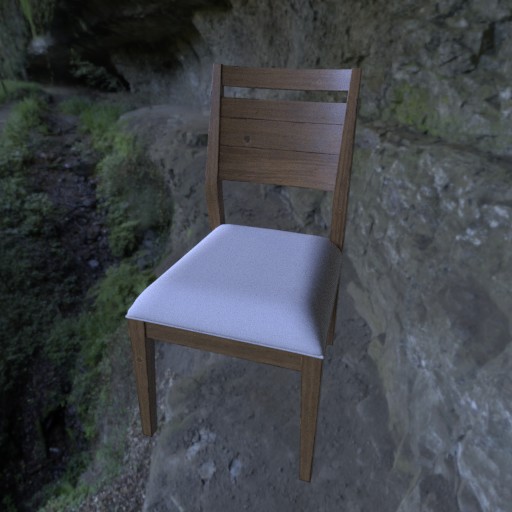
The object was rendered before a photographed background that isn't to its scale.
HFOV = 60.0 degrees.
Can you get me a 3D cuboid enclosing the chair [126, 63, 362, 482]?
[{"bbox_3d":[0.000,0.000,1.243,0.497,0.939,0.610,9,30,16],"label":"chair"}]
